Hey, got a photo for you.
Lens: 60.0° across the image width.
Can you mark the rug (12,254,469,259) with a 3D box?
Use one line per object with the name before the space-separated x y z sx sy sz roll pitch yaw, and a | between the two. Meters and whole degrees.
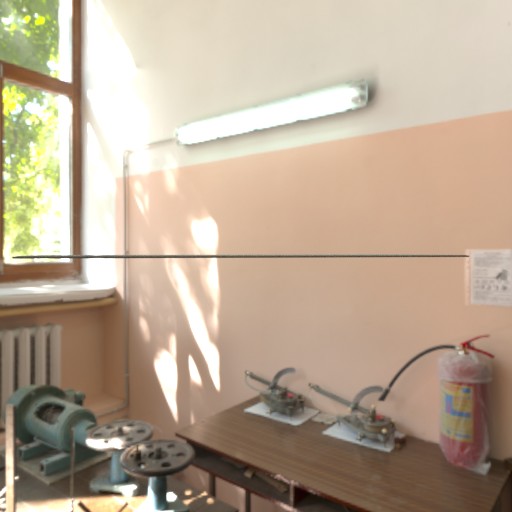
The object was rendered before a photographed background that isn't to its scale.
rug | 0.000 0.000 2.366 2.196 0.011 0.662 0 0 -17
